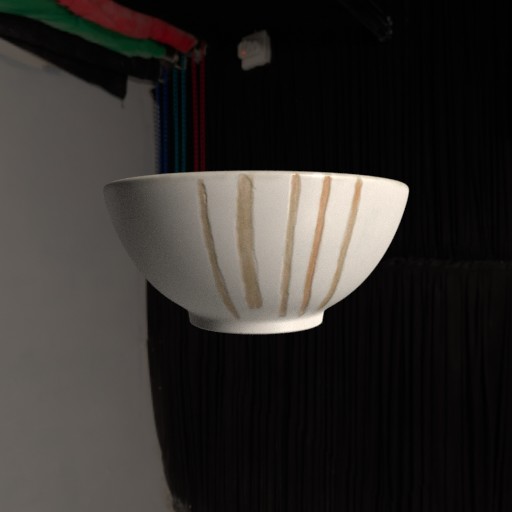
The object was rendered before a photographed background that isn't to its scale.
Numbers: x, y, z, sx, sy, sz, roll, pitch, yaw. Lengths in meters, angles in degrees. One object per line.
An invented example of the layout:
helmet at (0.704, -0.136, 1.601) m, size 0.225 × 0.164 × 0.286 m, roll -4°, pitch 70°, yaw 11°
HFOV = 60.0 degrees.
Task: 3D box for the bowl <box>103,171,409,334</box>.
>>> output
bowl at (0.000, 0.000, 0.414) m, size 0.268 × 0.121 × 0.268 m, roll 0°, pitch 3°, yaw 0°
